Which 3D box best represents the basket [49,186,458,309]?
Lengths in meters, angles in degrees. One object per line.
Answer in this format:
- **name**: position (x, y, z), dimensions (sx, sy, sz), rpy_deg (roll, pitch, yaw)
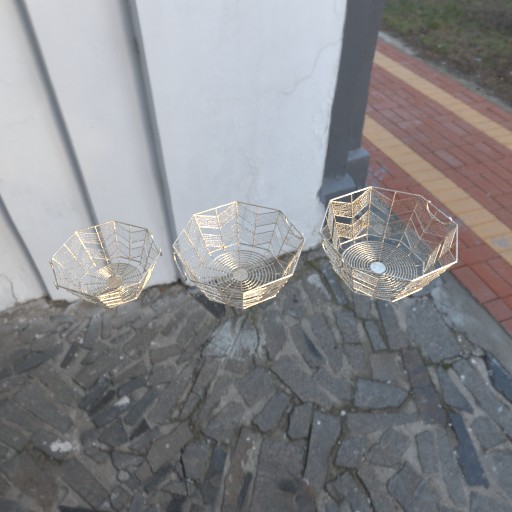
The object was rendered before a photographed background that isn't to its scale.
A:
- **basket**: position (0.000, 0.000, 1.394), dimensions (1.246, 0.178, 0.432), rpy_deg (-3, 45, -3)
